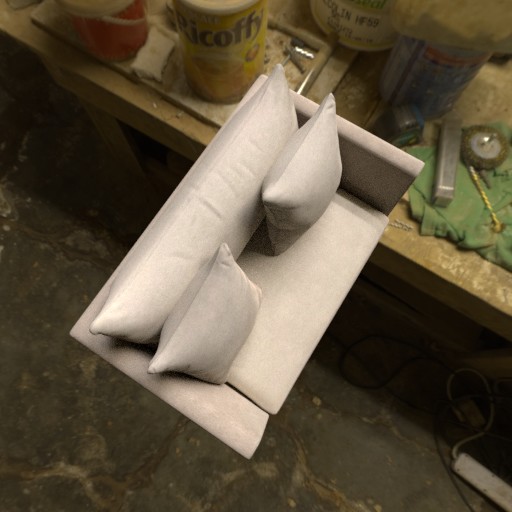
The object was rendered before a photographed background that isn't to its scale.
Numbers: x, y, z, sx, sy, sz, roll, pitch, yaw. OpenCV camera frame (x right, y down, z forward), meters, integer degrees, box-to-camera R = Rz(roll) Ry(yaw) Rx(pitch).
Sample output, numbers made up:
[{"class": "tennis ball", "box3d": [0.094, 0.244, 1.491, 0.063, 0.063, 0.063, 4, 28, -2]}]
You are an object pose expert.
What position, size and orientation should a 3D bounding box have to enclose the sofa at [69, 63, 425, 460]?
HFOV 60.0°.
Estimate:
[{"class": "sofa", "box3d": [0.000, 0.000, 2.275, 1.035, 1.040, 1.608, 32, 77, 8]}]
